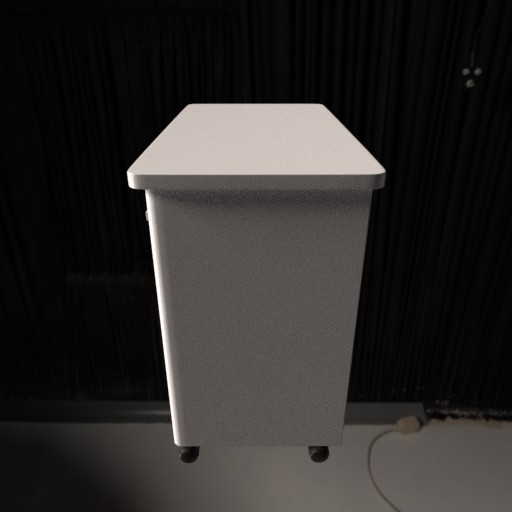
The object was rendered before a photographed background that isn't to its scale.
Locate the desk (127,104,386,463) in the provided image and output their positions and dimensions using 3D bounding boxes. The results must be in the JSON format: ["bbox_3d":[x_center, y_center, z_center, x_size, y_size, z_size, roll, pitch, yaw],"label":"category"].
[{"bbox_3d":[0.000,0.000,1.345,0.475,0.763,0.877,0,27,0],"label":"desk"}]
